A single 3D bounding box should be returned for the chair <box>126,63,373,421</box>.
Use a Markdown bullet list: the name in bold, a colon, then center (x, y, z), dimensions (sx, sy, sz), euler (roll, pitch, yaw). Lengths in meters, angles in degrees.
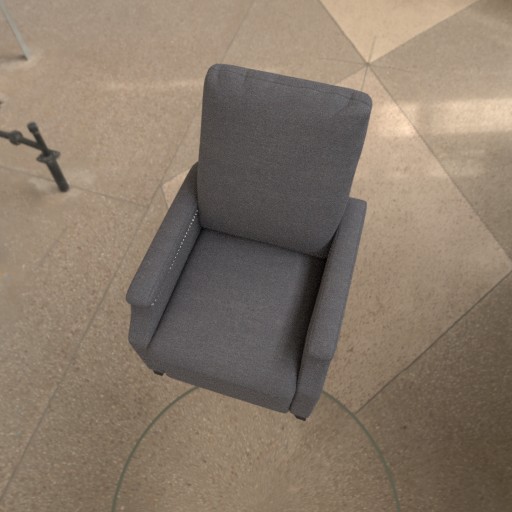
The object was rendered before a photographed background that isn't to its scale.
- **chair**: center (0.000, 0.000, 1.660), dimensions (0.710, 1.049, 0.922), euler (15, 61, 8)
